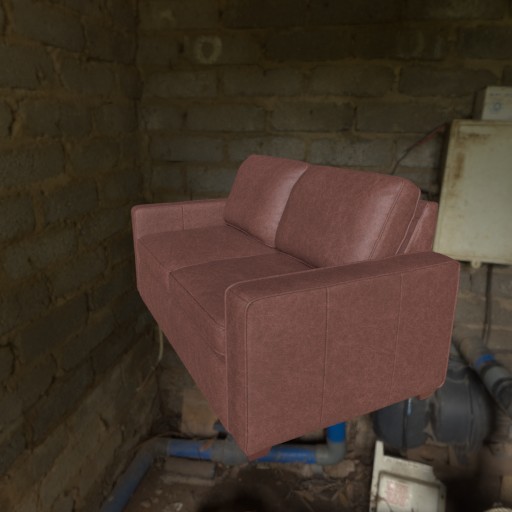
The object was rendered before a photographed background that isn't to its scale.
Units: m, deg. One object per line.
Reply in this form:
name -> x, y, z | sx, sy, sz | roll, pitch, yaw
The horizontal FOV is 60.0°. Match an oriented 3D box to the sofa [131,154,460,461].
sofa -> 0.000, 0.000, 2.253 | 0.947, 0.918, 1.709 | -8, 19, -25
